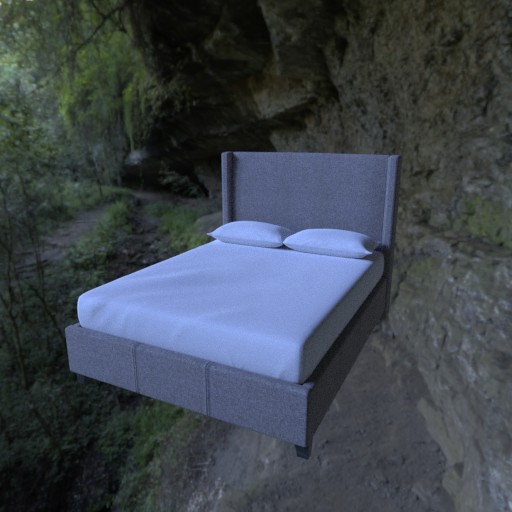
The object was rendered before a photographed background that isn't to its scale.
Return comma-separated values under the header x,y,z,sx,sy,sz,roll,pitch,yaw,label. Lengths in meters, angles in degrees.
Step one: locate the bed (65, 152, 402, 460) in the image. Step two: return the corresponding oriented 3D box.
x,y,z,sx,sy,sz,roll,pitch,yaw,label
0.000,0.000,3.428,1.714,1.476,2.245,8,17,26,bed
